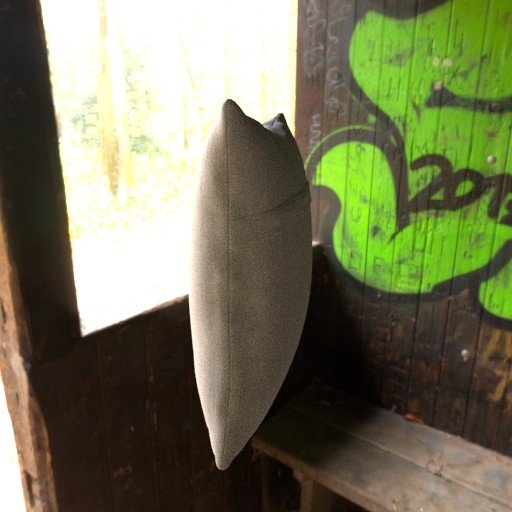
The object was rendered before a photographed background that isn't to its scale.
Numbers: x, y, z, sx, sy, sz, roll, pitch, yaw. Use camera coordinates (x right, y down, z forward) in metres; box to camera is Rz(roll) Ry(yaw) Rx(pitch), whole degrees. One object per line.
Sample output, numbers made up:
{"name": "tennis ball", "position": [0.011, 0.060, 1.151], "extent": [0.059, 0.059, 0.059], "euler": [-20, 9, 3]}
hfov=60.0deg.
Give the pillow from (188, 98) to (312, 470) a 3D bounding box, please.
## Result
{"name": "pillow", "position": [0.000, 0.000, 0.687], "extent": [0.173, 0.436, 0.433], "euler": [3, 16, 9]}
